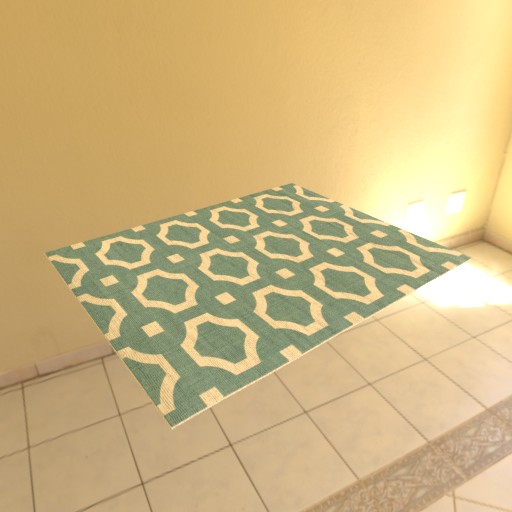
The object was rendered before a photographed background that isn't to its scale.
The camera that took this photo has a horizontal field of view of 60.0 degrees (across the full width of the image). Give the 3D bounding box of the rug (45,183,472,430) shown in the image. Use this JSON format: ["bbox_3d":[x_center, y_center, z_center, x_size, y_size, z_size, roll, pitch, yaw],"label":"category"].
[{"bbox_3d":[0.000,0.000,4.056,3.049,0.021,2.466,-21,35,-32],"label":"rug"}]
